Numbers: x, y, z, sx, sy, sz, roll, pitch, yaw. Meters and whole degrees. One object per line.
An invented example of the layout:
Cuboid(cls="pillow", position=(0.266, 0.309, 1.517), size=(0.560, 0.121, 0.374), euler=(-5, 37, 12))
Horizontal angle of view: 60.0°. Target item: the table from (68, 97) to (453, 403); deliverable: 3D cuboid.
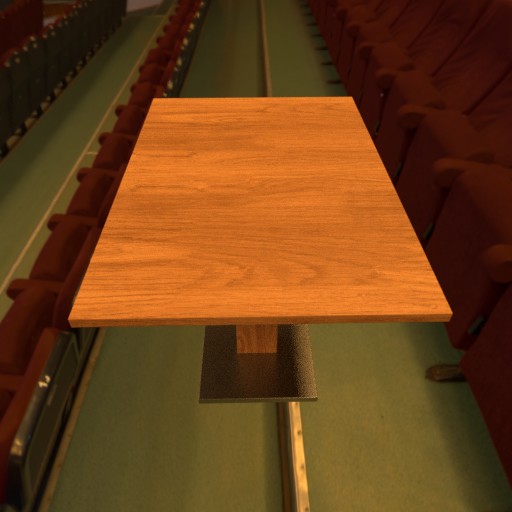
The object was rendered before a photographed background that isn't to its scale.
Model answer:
Cuboid(cls="table", position=(0.000, 0.000, 1.777), size=(0.900, 0.770, 1.300), euler=(-1, 41, -1))
